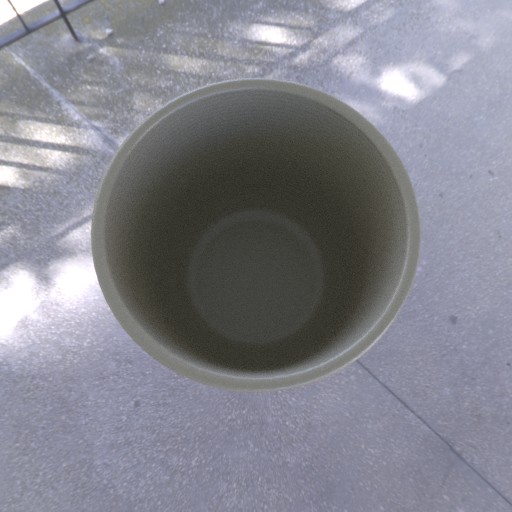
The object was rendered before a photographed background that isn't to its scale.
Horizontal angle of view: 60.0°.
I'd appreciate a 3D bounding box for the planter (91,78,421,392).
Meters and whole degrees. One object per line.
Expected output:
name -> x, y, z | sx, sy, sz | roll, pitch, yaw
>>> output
planter -> 0.000, 0.000, 0.218 | 0.124, 0.109, 0.124 | 0, 75, 0
